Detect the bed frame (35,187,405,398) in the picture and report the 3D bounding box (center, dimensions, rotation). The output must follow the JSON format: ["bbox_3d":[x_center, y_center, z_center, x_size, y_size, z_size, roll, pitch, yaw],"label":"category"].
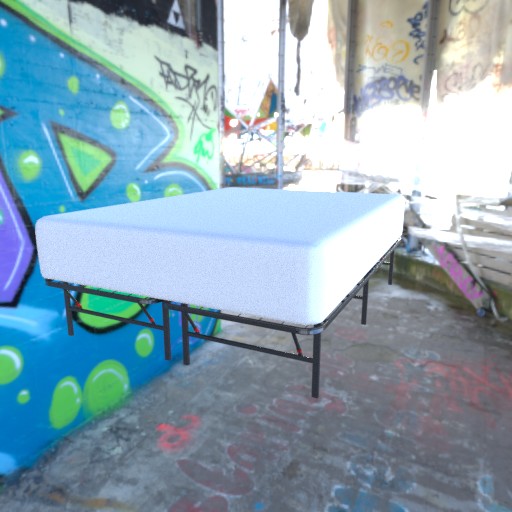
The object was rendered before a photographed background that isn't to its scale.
[{"bbox_3d":[0.000,0.000,2.846,1.528,0.677,2.037,7,15,25],"label":"bed frame"}]
